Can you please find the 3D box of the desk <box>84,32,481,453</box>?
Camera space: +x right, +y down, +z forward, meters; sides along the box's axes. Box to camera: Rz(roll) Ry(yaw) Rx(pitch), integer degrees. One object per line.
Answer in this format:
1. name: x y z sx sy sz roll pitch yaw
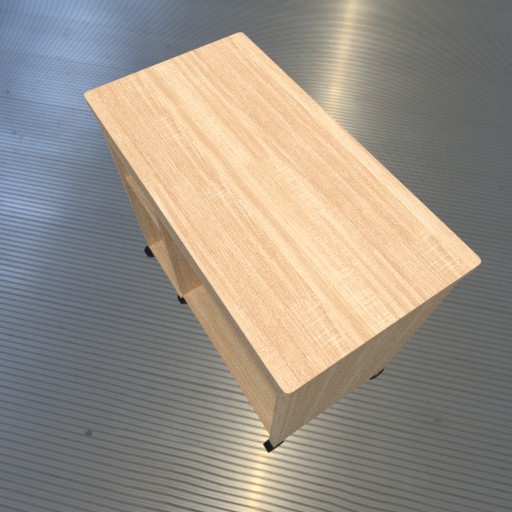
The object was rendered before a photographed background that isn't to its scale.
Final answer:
1. desk: 0.000 0.000 1.313 0.480 0.770 0.884 -29 64 -16
